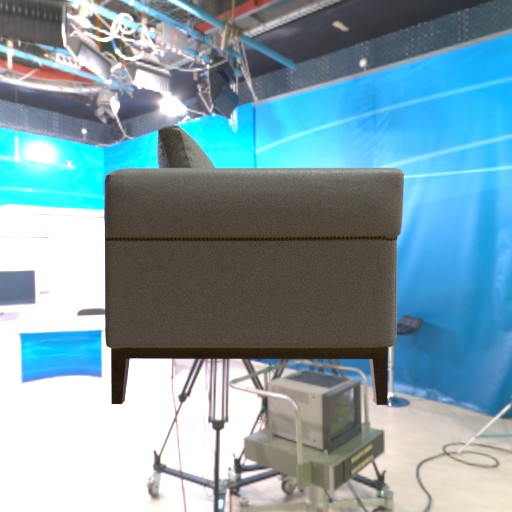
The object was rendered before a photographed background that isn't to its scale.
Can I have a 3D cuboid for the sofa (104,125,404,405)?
[{"bbox_3d":[0.000,0.000,2.087,0.899,0.873,1.598,0,1,0],"label":"sofa"}]
